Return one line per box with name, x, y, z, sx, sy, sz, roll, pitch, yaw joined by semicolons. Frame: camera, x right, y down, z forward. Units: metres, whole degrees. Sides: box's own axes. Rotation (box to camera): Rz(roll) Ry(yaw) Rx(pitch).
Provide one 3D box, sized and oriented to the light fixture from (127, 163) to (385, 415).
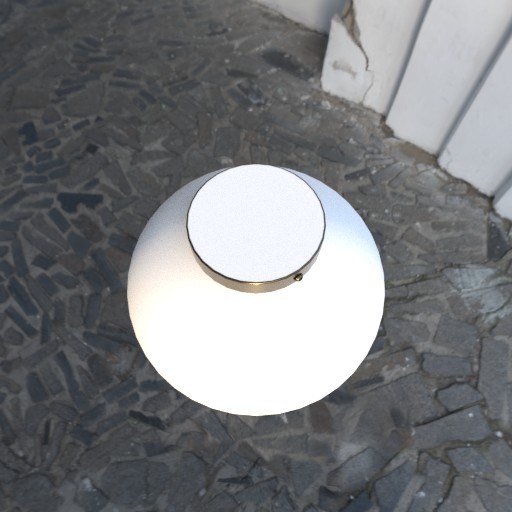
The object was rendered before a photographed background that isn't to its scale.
light fixture;0.000;0.000;0.549;0.355;0.177;0.355;0;64;0
